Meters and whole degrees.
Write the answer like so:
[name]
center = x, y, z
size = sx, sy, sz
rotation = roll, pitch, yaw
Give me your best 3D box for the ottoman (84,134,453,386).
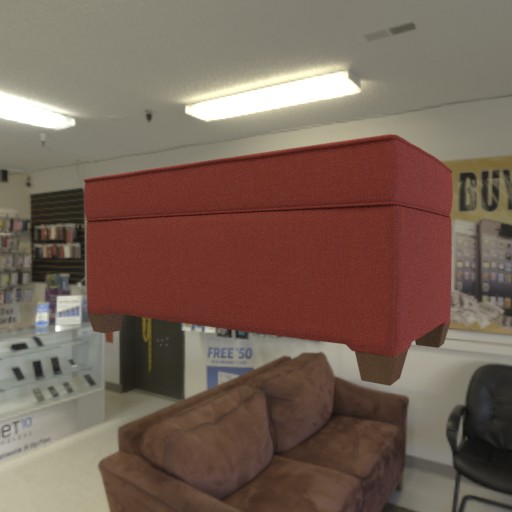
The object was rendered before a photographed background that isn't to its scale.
[ottoman]
center = 0.000, 0.000, 1.230
size = 0.948, 0.454, 0.497
rotation = 1, 2, 35
